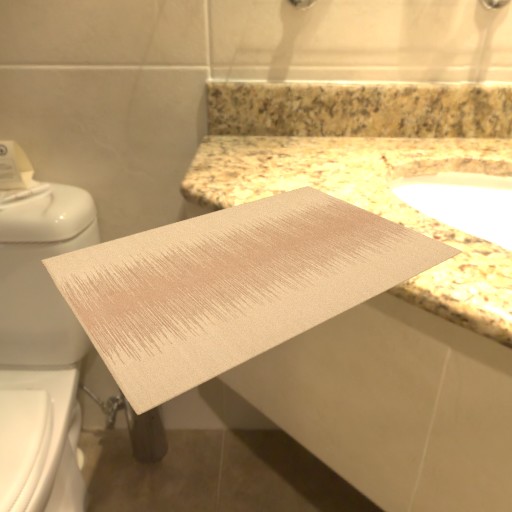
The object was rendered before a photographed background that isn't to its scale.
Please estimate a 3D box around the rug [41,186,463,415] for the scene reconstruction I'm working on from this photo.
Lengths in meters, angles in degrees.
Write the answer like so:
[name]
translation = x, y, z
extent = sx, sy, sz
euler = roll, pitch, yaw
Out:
[rug]
translation = 0.000, 0.000, 2.326
extent = 1.850, 0.006, 1.234
euler = -20, 35, -31
